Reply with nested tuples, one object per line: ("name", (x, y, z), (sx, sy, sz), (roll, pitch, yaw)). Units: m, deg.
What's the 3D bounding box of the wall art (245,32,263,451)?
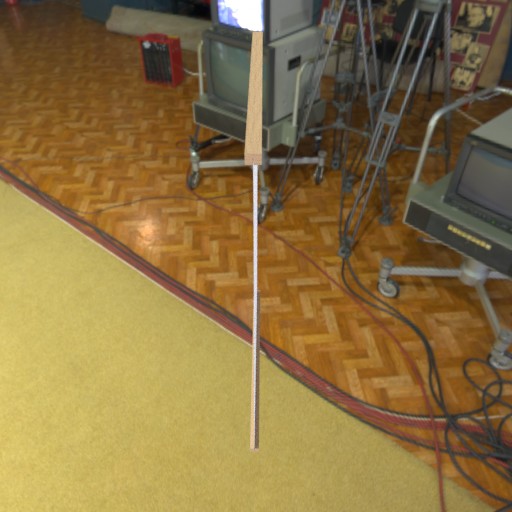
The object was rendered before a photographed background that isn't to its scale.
("wall art", (0.000, 0.000, 0.767), (0.016, 0.611, 0.401), (1, 42, 1))
